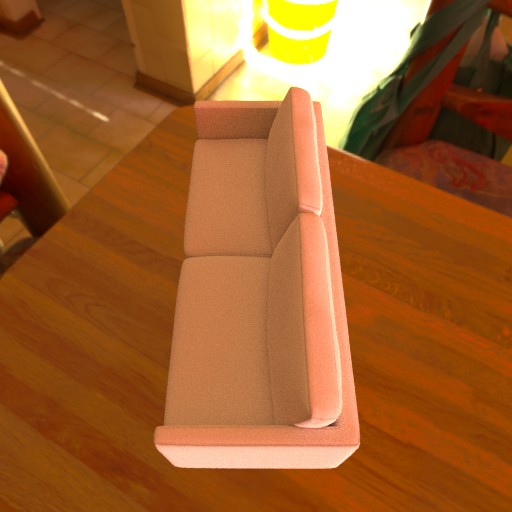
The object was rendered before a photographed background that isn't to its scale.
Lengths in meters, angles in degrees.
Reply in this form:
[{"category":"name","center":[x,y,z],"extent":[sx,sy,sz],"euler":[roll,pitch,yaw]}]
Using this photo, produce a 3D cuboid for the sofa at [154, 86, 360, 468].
[{"category":"sofa","center":[0.000,0.000,2.800],"extent":[0.951,0.962,2.361],"euler":[0,57,0]}]
